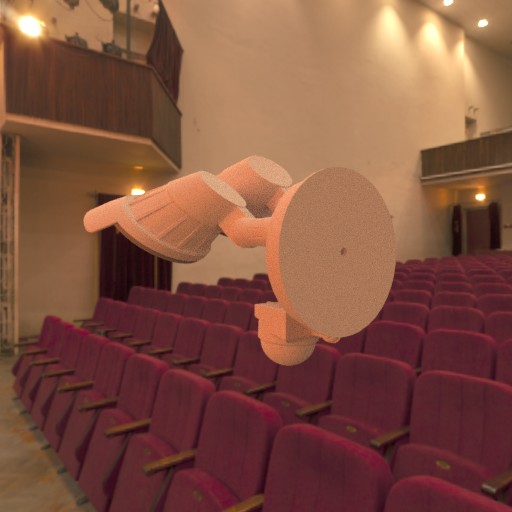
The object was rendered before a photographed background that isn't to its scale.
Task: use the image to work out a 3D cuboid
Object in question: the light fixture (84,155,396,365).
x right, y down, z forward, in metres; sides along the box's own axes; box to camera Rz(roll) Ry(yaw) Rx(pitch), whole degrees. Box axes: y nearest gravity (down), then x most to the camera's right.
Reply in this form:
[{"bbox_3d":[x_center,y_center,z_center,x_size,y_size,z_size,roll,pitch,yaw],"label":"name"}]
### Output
[{"bbox_3d":[0.000,0.000,0.530,0.369,0.237,0.278,0,0,-37],"label":"light fixture"}]
